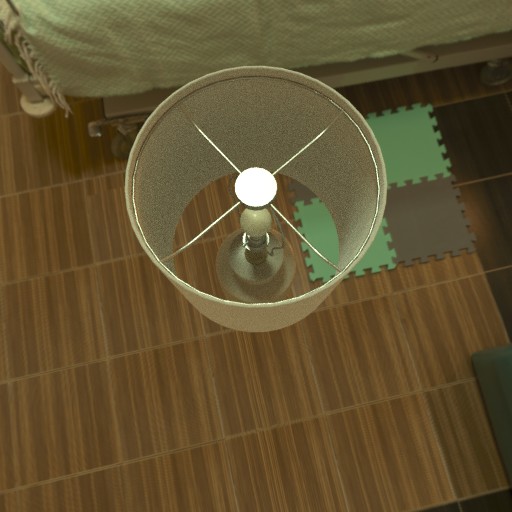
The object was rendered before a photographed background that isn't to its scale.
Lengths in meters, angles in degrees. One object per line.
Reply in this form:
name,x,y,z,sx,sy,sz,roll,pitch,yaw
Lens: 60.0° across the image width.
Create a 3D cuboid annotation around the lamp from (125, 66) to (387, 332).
lamp,0.000,0.000,0.596,0.212,0.493,0.212,-41,79,-10
